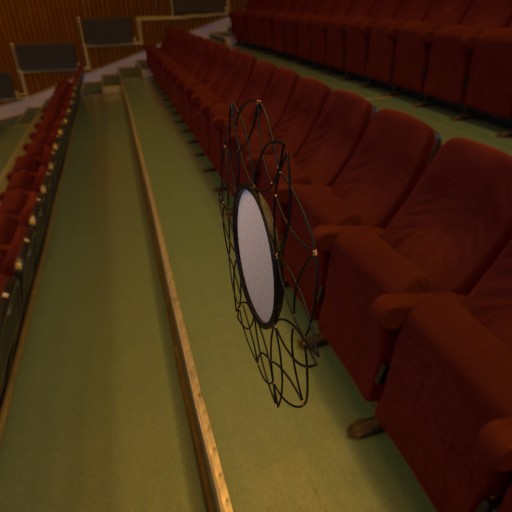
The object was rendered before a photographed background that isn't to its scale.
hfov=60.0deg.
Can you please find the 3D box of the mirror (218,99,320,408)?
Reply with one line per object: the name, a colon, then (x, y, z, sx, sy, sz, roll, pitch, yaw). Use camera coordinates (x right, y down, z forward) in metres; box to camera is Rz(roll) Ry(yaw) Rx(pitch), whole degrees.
mirror: (0.000, 0.000, 1.147, 0.028, 0.775, 0.797, -9, 32, -15)
